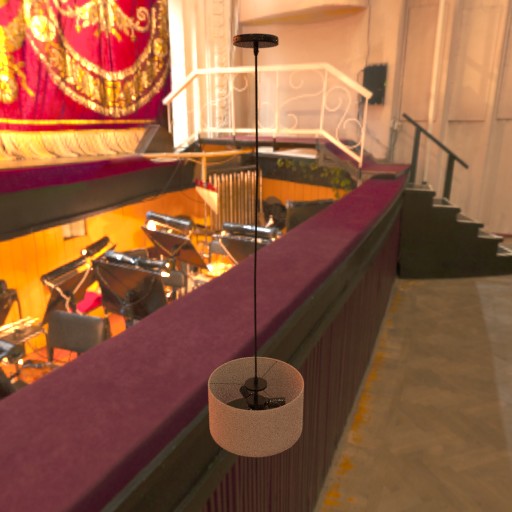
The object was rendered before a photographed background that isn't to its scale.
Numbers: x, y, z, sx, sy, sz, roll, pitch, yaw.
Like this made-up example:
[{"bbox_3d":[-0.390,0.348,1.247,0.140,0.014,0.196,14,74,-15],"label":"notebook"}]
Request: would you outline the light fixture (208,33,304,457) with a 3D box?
[{"bbox_3d":[0.000,0.000,1.693,0.399,1.516,0.399,0,17,0],"label":"light fixture"}]
